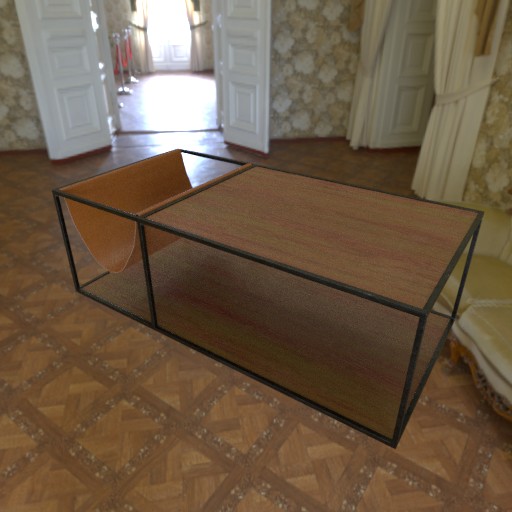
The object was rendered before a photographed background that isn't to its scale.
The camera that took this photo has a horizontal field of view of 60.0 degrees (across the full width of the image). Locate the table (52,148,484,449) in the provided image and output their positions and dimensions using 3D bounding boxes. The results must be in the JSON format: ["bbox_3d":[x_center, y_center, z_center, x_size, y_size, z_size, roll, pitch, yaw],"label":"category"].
[{"bbox_3d":[0.000,0.000,1.460,1.199,0.403,0.597,18,34,29],"label":"table"}]
